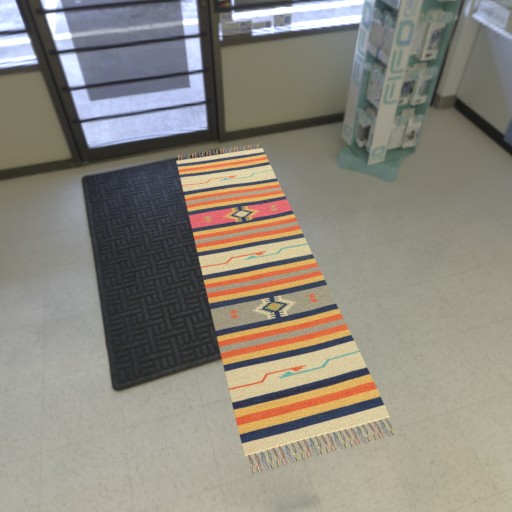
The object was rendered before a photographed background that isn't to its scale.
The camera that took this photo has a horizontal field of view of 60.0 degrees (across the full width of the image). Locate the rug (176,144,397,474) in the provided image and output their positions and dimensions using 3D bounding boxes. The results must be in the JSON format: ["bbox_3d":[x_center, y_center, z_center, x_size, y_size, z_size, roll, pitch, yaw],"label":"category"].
[{"bbox_3d":[0.000,0.000,2.750,0.695,0.017,2.455,-11,47,-10],"label":"rug"}]
